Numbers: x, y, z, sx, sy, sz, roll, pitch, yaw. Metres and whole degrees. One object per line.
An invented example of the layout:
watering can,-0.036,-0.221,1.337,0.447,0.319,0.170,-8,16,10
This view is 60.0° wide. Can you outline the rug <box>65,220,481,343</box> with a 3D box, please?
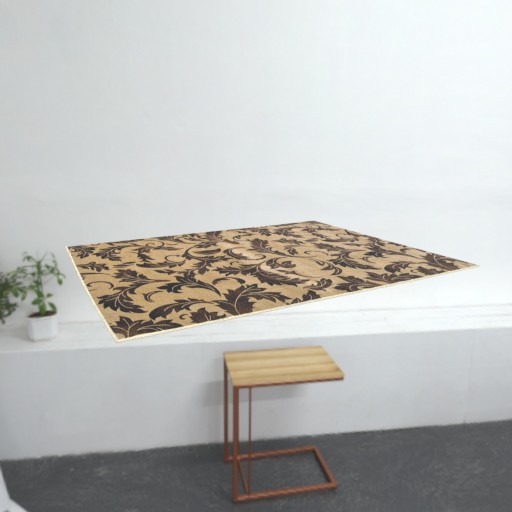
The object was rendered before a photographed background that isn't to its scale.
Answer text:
rug,0.000,0.000,3.990,2.977,0.008,2.380,-8,17,-28
